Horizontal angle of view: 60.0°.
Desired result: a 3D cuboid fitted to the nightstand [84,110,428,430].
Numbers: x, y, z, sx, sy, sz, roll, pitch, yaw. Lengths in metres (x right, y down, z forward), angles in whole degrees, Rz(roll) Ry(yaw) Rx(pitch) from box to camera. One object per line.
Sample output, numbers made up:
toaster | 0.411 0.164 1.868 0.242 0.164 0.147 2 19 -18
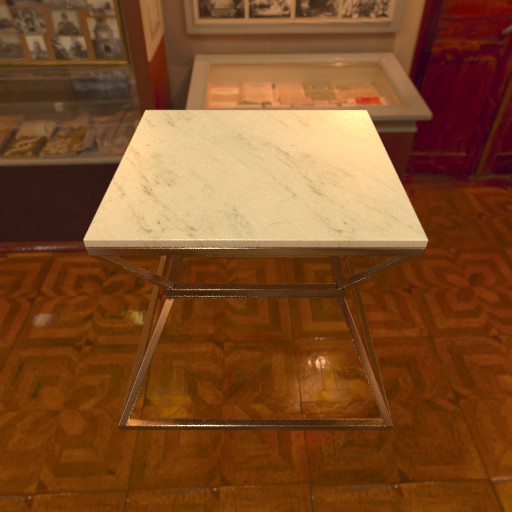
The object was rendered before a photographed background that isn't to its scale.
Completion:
nightstand | 0.000 0.000 0.893 0.513 0.426 0.514 0 40 0
